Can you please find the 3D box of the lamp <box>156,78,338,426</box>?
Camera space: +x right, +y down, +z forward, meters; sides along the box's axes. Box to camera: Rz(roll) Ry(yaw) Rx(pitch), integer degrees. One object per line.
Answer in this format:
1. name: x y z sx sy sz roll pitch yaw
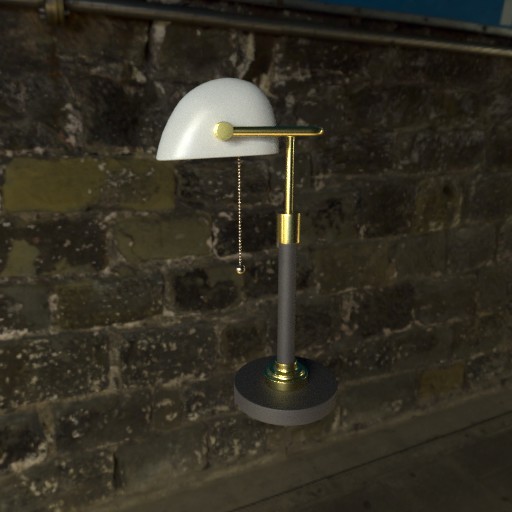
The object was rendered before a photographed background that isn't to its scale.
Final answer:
1. lamp: 0.000 0.000 0.562 0.227 0.404 0.269 -2 15 -9
